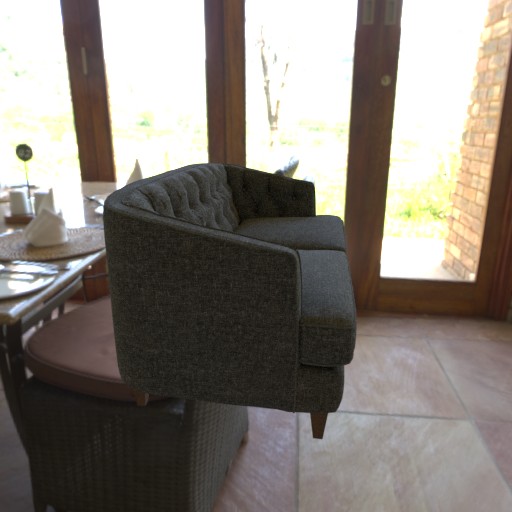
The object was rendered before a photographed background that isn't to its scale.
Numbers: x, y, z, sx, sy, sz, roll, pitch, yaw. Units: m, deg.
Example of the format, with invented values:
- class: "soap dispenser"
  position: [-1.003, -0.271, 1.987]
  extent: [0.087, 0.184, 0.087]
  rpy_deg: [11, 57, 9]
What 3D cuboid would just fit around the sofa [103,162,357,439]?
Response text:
- class: "sofa"
  position: [0.000, 0.000, 2.285]
  extent: [0.941, 0.855, 1.733]
  rpy_deg: [3, 17, 9]
